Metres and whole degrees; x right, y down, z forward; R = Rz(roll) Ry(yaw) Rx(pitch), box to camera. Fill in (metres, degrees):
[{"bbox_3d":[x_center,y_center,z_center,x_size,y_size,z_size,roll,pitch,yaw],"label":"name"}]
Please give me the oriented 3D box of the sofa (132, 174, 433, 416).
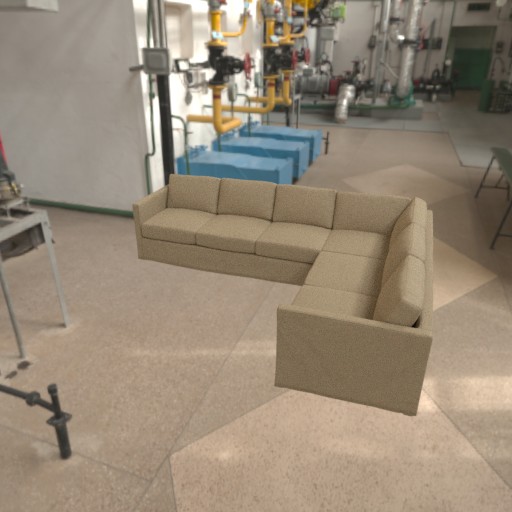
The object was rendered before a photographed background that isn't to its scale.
[{"bbox_3d":[0.000,0.000,4.326,3.182,0.871,2.432,9,27,18],"label":"sofa"}]
